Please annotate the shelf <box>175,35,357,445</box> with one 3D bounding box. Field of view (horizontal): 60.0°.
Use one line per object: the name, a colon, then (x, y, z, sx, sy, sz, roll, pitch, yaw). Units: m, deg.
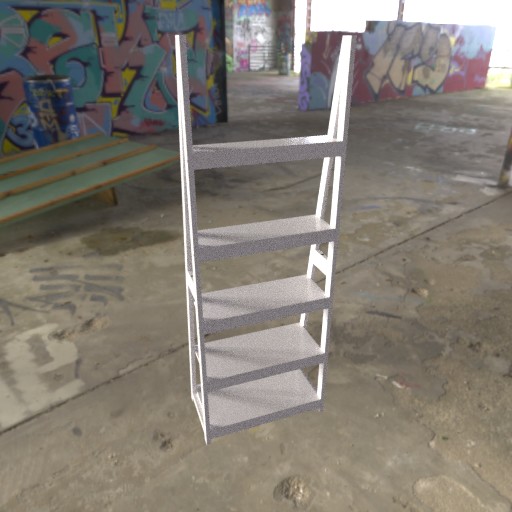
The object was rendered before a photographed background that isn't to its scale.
shelf: (0.000, 0.000, 1.998, 0.636, 1.779, 0.341, -9, 28, -18)
